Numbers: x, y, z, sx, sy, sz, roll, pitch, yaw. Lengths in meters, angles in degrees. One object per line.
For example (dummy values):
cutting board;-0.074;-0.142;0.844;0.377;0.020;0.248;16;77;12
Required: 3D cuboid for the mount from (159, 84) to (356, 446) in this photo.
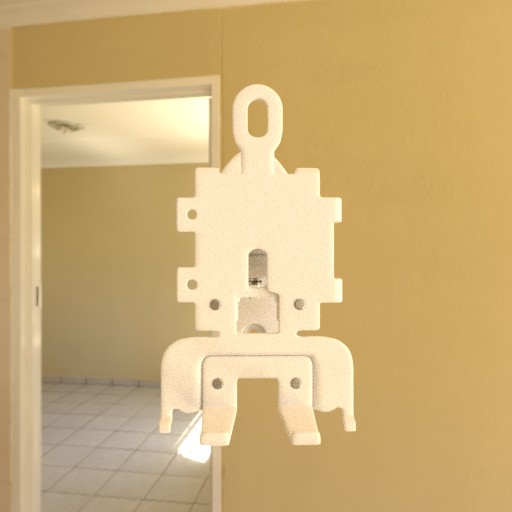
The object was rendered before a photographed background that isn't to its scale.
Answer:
mount;0.000;0.000;0.175;0.066;0.118;0.100;0;0;-1
